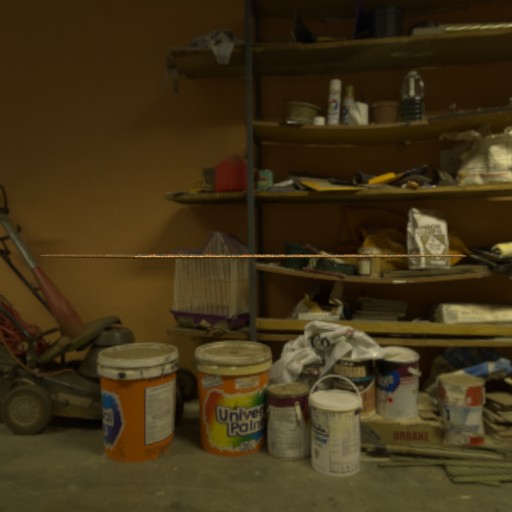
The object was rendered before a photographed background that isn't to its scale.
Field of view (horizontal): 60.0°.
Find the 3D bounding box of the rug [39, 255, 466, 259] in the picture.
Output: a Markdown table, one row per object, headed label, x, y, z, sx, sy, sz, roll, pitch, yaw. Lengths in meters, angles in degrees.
| label | x | y | z | sx | sy | sz | roll | pitch | yaw |
| --- | --- | --- | --- | --- | --- | --- | --- | --- | --- |
| rug | 0.000 | 0.000 | 3.688 | 2.916 | 0.019 | 2.043 | 0 | 0 | -37 |
